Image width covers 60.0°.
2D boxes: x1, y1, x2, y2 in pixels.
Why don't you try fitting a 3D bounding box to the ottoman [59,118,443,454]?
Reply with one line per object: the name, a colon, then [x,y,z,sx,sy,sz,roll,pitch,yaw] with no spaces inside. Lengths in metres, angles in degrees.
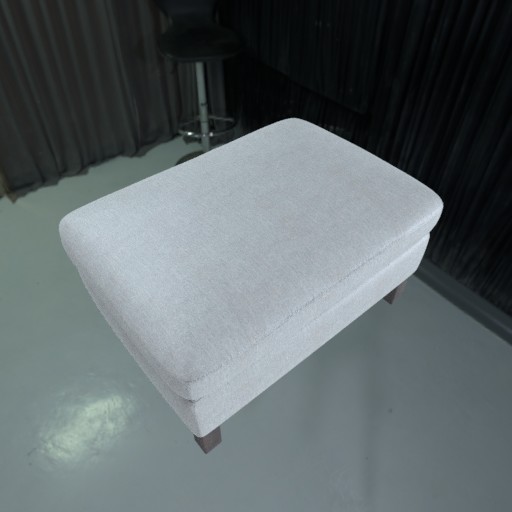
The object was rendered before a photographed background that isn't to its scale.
ottoman: [0.000,0.000,1.074,0.735,0.404,0.528,-31,53,-27]
